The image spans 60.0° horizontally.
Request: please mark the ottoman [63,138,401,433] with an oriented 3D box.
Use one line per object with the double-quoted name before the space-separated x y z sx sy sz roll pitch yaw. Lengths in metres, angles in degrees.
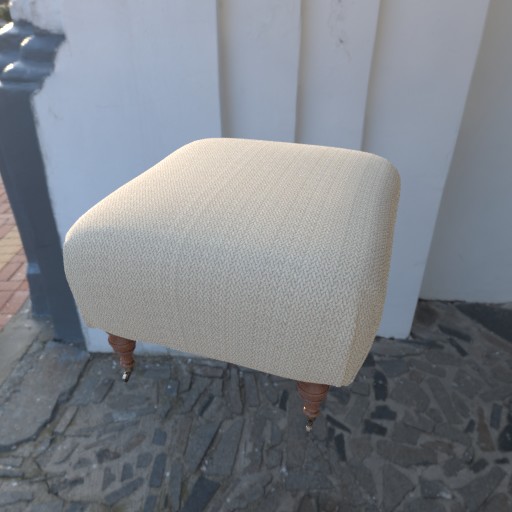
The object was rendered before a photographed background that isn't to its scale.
"ottoman" 0.000 0.000 1.087 0.622 0.447 0.684 10 32 16
